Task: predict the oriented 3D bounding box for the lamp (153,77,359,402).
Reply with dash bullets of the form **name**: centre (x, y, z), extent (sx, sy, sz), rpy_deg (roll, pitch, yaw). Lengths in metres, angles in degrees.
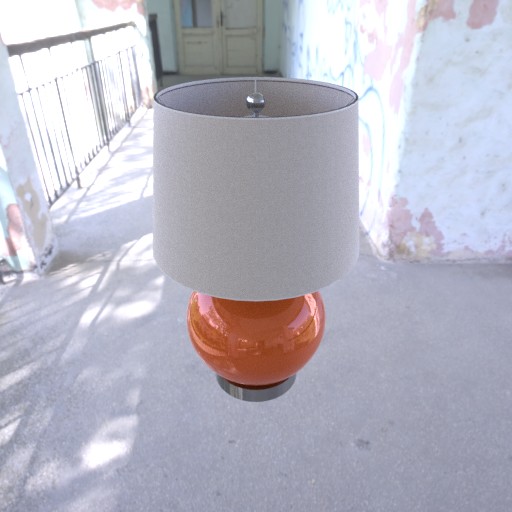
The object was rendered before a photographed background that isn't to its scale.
- **lamp**: centre (0.000, 0.000, 0.550), extent (0.247, 0.387, 0.247), rpy_deg (0, 31, 0)
